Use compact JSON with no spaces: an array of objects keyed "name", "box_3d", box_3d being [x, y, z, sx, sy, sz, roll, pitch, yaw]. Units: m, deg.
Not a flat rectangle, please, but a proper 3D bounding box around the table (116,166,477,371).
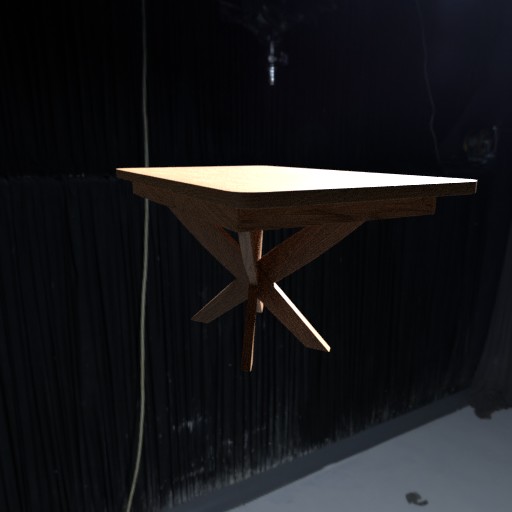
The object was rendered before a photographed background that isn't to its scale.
[{"name":"table","box_3d":[0.000,0.000,2.094,0.950,0.770,1.600,-7,15,-27]}]
